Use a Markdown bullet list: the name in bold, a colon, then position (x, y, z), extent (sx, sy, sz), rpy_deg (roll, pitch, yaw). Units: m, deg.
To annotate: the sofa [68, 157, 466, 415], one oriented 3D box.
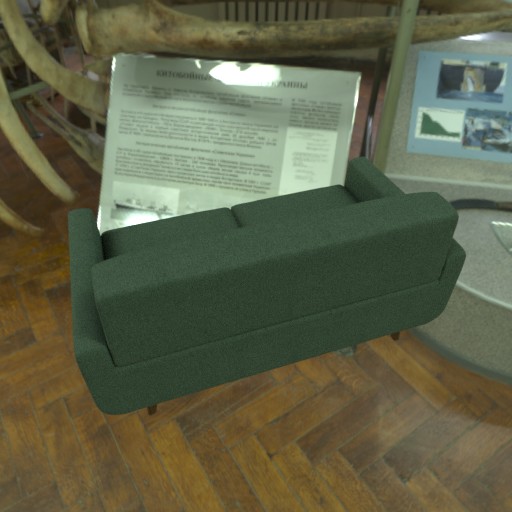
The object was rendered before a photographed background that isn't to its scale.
- **sofa**: position (0.000, 0.000, 2.121), extent (1.631, 0.841, 0.909), rpy_deg (-13, 43, -14)
